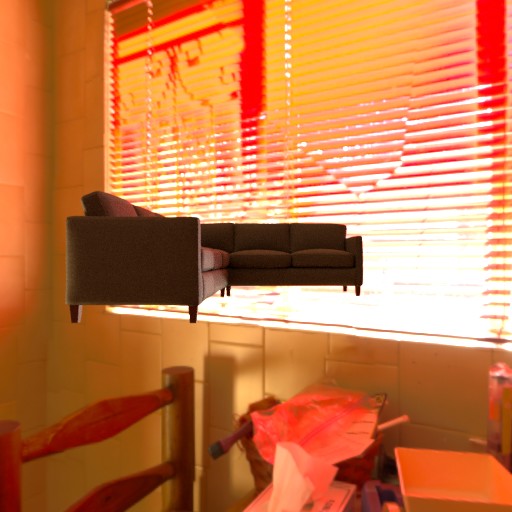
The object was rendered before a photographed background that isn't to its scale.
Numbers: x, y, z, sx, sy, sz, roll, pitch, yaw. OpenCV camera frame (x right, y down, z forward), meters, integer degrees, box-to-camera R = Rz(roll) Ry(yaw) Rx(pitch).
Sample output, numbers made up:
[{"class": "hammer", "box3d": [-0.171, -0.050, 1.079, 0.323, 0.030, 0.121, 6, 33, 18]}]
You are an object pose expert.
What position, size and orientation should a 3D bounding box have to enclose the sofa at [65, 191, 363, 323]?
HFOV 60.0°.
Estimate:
[{"class": "sofa", "box3d": [0.000, 0.000, 4.576, 2.593, 0.947, 3.302, 0, -1, 1]}]
